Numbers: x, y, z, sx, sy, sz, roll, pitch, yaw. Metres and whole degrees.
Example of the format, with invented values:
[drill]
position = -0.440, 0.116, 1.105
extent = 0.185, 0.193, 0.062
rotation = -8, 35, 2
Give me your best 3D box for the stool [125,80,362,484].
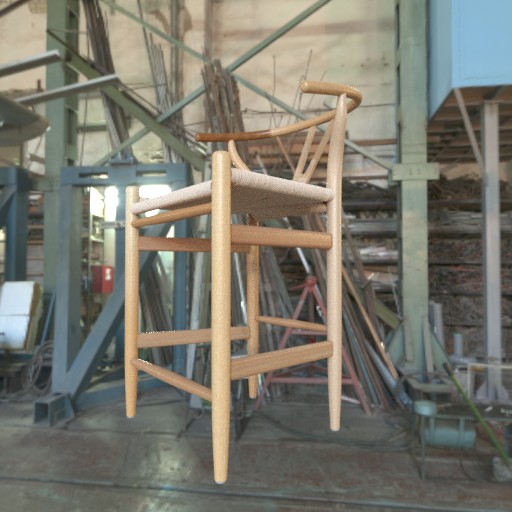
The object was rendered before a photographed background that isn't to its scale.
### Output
[stool]
position = 0.000, 0.000, 1.253
extent = 0.575, 0.923, 0.536
rotation = 1, -2, -37
